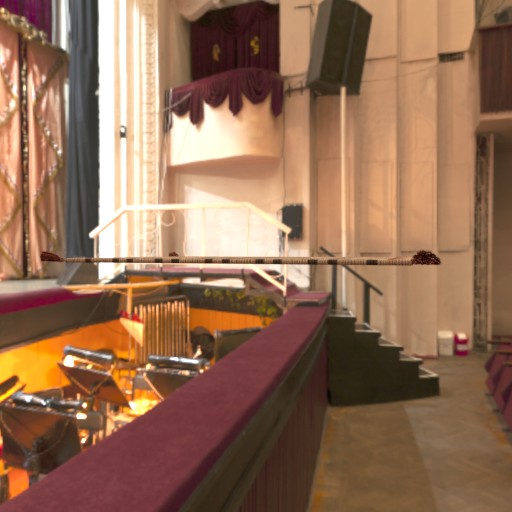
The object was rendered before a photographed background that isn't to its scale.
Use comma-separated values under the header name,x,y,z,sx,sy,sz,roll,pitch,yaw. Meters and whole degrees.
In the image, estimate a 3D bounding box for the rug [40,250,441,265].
name,x,y,z,sx,sy,sz,roll,pitch,yaw
rug,0.000,0.000,2.724,2.069,0.067,1.444,0,0,20
